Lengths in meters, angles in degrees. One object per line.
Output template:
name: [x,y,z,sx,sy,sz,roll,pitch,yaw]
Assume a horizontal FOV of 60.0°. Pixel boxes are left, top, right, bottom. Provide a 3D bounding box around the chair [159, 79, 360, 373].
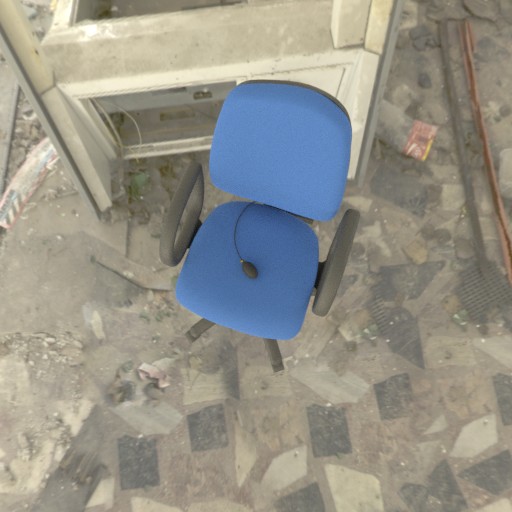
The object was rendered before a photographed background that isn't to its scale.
chair: [0.000,0.000,1.256,0.552,0.905,0.549,18,75,5]
